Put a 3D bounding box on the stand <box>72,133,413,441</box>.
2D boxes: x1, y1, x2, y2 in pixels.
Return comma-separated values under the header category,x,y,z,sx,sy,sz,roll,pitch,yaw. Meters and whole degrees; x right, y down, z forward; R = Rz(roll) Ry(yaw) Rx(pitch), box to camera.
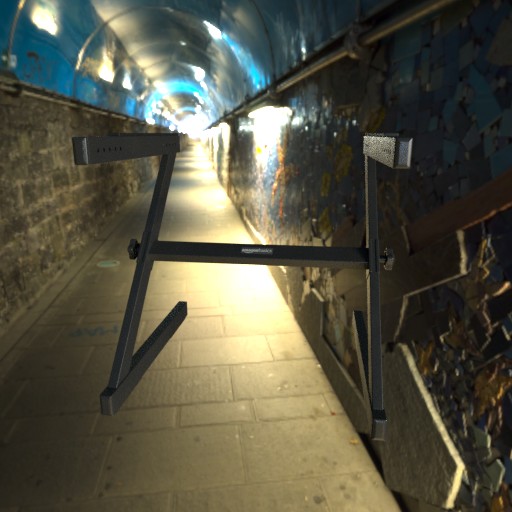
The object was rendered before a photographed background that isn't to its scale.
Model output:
category,x,y,z,sx,sy,sz,roll,pitch,yaw
stand,0.000,0.000,1.154,0.700,0.617,0.586,2,16,8
